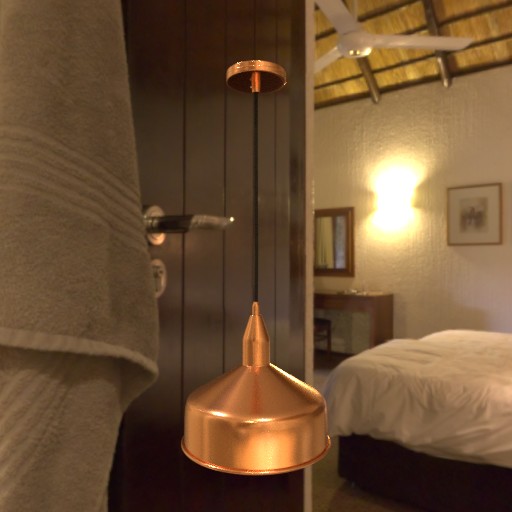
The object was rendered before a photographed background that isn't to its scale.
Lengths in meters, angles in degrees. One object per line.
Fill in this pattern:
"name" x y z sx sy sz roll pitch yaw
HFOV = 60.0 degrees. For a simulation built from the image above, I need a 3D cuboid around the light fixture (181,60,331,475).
"light fixture" 0.000 0.000 0.911 0.301 0.754 0.301 0 -1 0
